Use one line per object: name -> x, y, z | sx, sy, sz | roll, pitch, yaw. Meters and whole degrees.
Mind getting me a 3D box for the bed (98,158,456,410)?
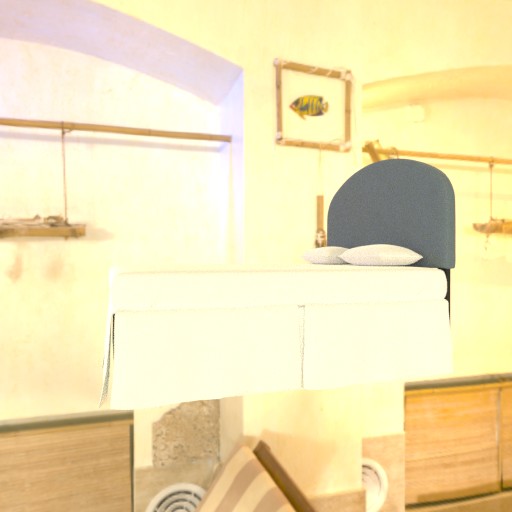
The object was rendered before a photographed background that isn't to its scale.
bed -> 0.000, 0.000, 3.036 | 2.005, 1.410, 1.607 | 0, 0, -18
